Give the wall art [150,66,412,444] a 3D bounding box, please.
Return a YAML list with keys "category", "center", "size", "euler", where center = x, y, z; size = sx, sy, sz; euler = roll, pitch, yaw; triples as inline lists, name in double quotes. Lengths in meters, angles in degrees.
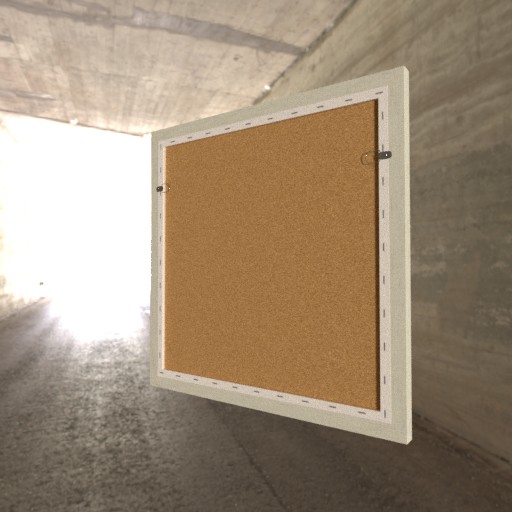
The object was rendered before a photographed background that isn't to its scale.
- category: "wall art"
  center: [0.000, 0.000, 1.500]
  size: [1.016, 1.016, 0.045]
  euler: [-1, -2, 36]
